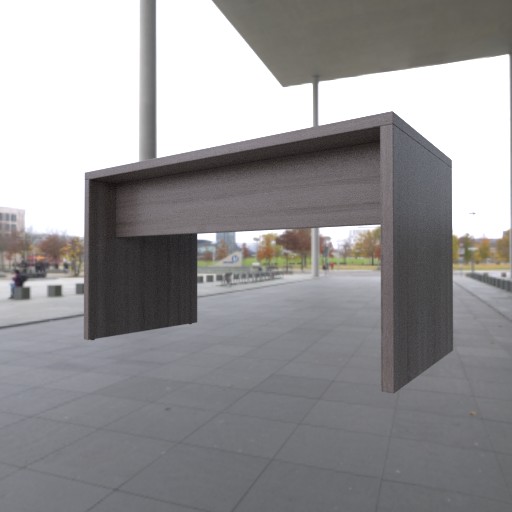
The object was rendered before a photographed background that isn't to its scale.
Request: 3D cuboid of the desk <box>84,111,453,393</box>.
[{"bbox_3d":[0.000,0.000,1.839,1.380,0.745,0.690,-1,-1,36],"label":"desk"}]
